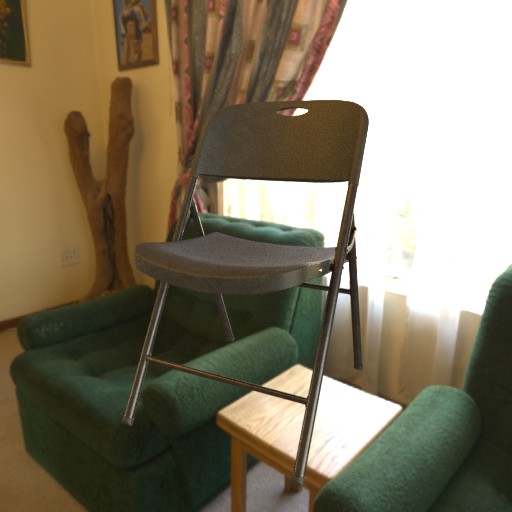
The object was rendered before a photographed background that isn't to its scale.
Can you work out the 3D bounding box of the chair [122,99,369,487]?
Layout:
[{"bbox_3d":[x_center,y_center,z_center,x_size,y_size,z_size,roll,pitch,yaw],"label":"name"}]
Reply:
[{"bbox_3d":[0.000,0.000,1.165,0.494,0.810,0.566,7,16,25],"label":"chair"}]
